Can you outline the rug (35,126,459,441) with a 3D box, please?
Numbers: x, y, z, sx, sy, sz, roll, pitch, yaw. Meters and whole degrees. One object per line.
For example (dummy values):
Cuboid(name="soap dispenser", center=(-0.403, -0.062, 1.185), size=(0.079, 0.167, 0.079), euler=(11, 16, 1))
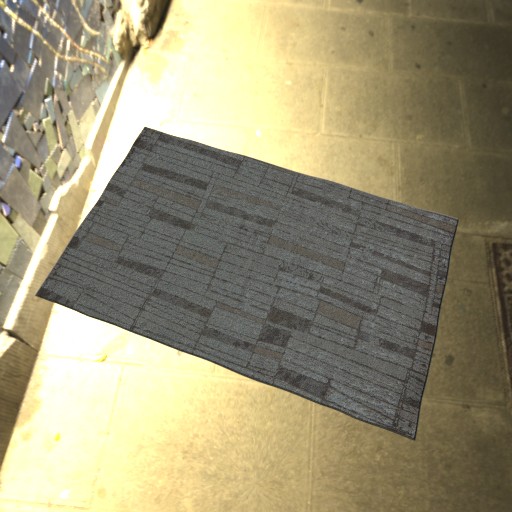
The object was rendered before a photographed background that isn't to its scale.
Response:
Cuboid(name="rug", center=(0.000, 0.000, 2.953), size=(2.444, 0.023, 1.531), euler=(18, 64, 9))
